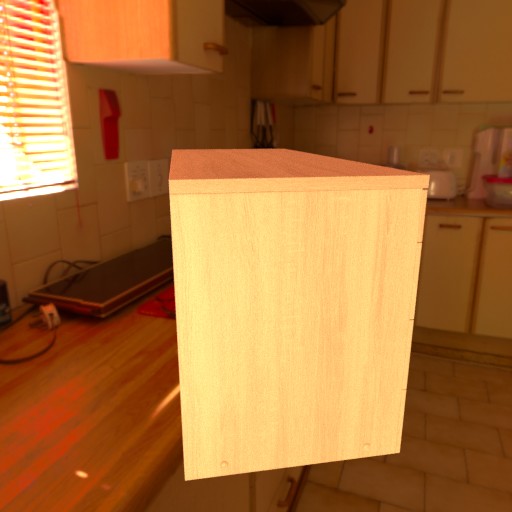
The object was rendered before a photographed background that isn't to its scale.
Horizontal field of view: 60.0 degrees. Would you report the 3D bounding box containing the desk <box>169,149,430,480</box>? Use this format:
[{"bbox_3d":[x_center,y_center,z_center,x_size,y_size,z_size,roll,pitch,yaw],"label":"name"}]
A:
[{"bbox_3d":[0.000,0.000,1.701,0.600,0.740,1.390,-3,16,-10],"label":"desk"}]
